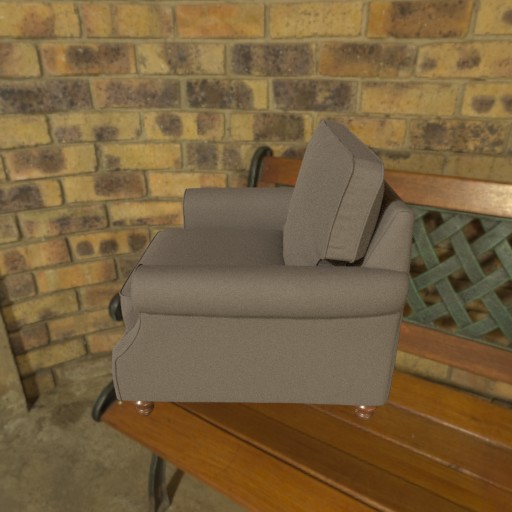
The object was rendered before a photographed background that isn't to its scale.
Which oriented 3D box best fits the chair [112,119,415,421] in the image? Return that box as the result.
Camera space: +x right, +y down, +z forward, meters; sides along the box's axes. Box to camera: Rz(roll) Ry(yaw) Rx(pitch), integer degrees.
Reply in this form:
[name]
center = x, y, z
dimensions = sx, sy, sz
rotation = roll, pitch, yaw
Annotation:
[chair]
center = 0.000, 0.000, 1.770
dimensions = 0.966, 0.967, 1.029
rotation = 1, 24, 1
